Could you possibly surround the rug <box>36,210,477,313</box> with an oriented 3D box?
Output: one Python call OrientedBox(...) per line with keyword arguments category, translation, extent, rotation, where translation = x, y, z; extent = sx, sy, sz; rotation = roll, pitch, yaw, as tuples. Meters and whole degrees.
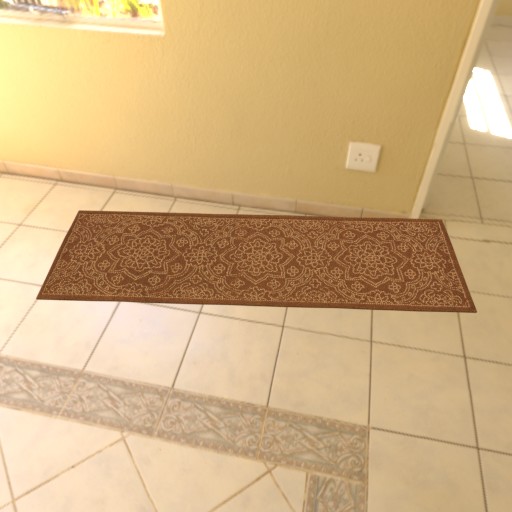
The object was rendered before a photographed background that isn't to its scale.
OrientedBox(category="rug", translation=(0.000, 0.000, 2.712), extent=(2.448, 0.012, 0.769), rotation=(2, 46, 2))
